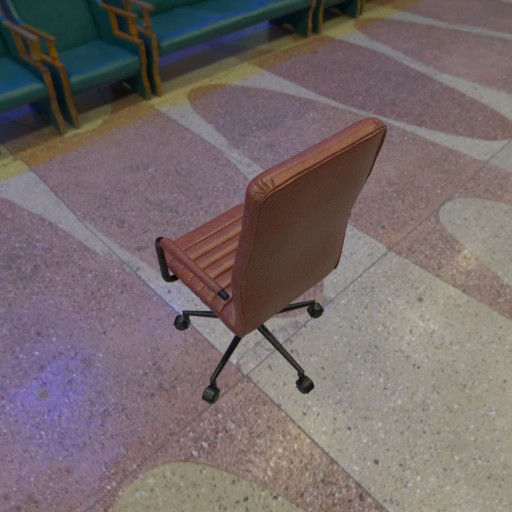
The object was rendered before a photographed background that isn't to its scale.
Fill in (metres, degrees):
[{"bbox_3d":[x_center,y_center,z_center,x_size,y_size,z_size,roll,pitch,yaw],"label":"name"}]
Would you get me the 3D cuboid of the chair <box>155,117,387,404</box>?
[{"bbox_3d":[0.000,0.000,1.375,0.608,0.979,0.580,-33,55,-27],"label":"chair"}]
